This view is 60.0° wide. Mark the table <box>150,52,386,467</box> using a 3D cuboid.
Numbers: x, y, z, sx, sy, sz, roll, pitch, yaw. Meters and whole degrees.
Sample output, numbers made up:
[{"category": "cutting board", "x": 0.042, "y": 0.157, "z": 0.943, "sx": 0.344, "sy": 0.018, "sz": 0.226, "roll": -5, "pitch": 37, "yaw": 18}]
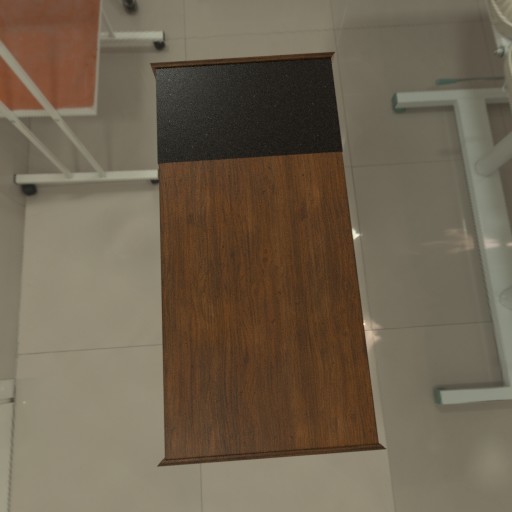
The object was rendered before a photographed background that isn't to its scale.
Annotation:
[{"category": "table", "x": 0.000, "y": 0.000, "z": 1.559, "sx": 0.610, "sy": 0.508, "sz": 1.221, "roll": -4, "pitch": 77, "yaw": -1}]
